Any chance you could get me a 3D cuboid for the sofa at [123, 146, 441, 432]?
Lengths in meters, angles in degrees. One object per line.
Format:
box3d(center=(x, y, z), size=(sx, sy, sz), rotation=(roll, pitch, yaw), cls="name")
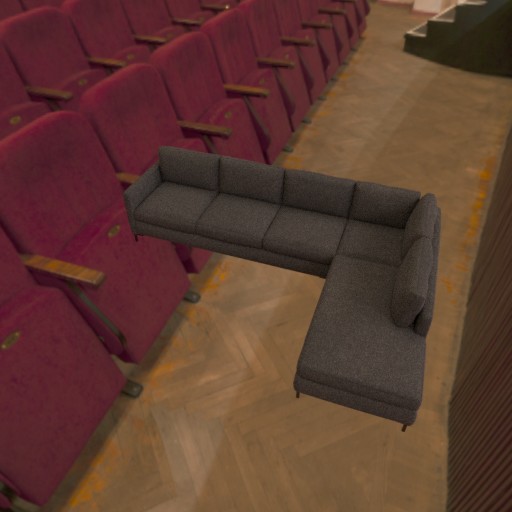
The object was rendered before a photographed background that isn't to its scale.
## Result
box3d(center=(0.000, 0.000, 3.849), size=(2.949, 0.815, 2.007), rotation=(13, 42, 15), cls="sofa")
